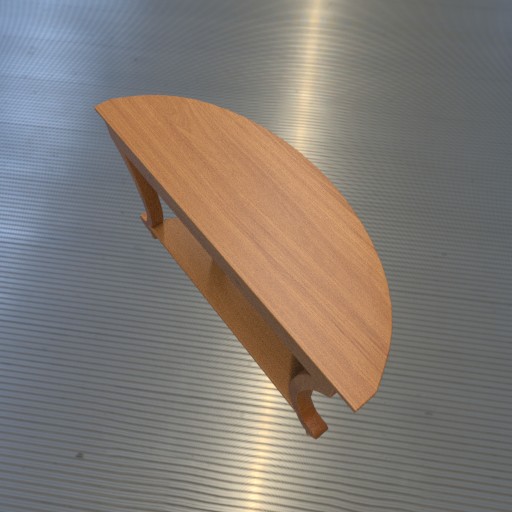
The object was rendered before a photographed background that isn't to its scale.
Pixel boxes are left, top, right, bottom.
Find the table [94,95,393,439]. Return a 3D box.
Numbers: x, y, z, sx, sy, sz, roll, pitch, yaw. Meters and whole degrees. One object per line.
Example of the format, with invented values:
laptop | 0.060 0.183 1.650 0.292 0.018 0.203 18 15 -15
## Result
table | 0.000 0.000 1.536 0.394 0.692 1.198 -33 64 -19
